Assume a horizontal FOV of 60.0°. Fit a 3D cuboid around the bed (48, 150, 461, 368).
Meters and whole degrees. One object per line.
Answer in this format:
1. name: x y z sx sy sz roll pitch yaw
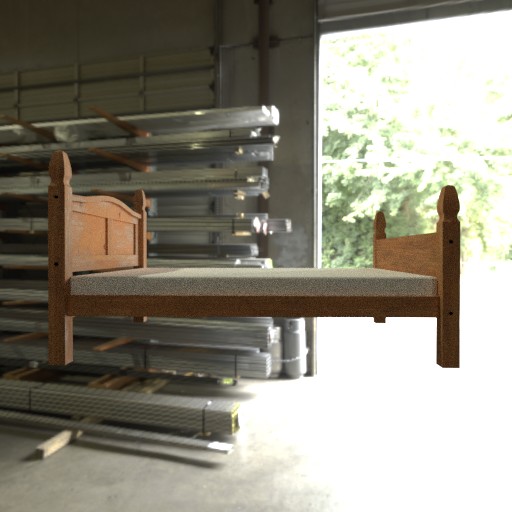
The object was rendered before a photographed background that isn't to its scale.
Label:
1. bed: 0.000 0.000 2.960 2.069 1.100 1.490 0 0 2
